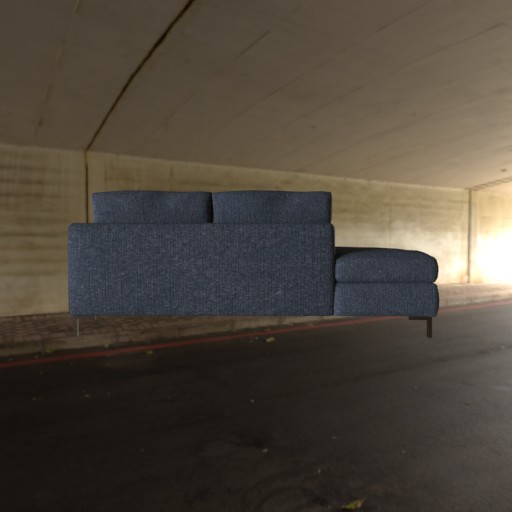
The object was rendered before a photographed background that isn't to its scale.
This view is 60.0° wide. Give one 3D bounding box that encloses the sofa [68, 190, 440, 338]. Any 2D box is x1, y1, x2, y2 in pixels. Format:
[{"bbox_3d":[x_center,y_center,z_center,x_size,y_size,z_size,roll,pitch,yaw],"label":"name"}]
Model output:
[{"bbox_3d":[0.000,0.000,3.816,2.007,0.815,2.949,0,1,1],"label":"sofa"}]
